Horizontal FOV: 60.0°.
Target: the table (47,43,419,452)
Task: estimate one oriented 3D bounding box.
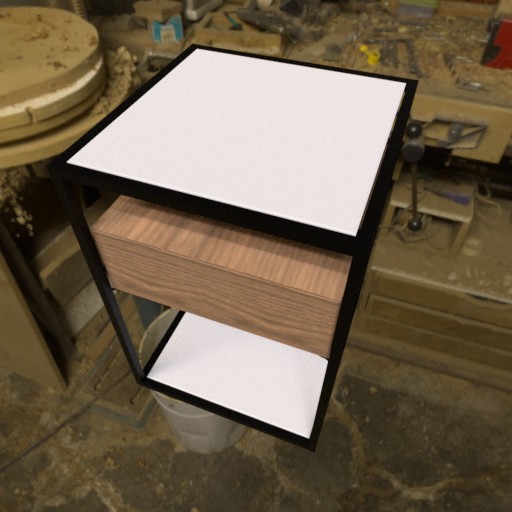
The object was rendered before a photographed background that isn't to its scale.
[{"bbox_3d":[0.000,0.000,0.787,0.378,0.540,0.378,16,49,14],"label":"table"}]
